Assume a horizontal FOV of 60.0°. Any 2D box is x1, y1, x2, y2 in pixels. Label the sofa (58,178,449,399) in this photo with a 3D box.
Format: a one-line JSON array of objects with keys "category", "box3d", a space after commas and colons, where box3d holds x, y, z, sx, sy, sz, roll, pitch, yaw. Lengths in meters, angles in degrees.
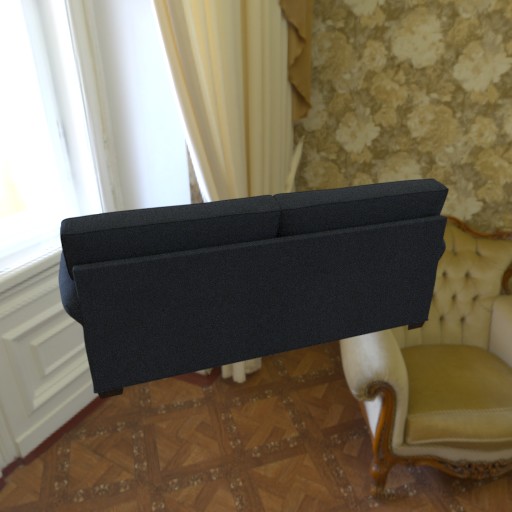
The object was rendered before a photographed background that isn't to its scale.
[{"category": "sofa", "box3d": [0.000, 0.000, 2.935, 2.391, 1.026, 0.954, -8, 27, -17]}]
